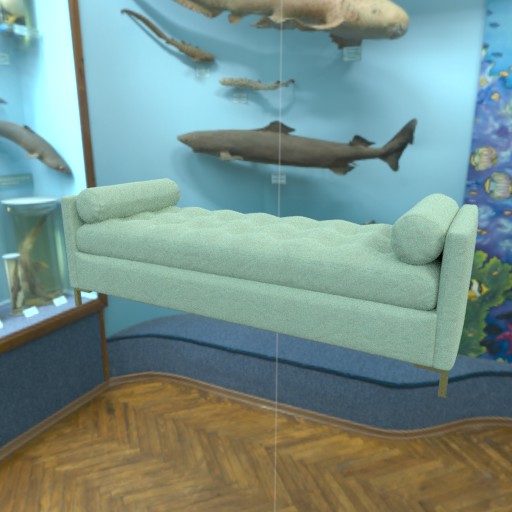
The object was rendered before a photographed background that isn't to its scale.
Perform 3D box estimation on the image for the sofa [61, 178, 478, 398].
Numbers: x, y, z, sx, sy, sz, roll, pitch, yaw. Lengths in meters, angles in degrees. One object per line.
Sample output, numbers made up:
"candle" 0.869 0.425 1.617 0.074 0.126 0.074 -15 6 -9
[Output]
"sofa" 0.000 0.000 2.405 2.102 0.705 0.796 8 17 27
